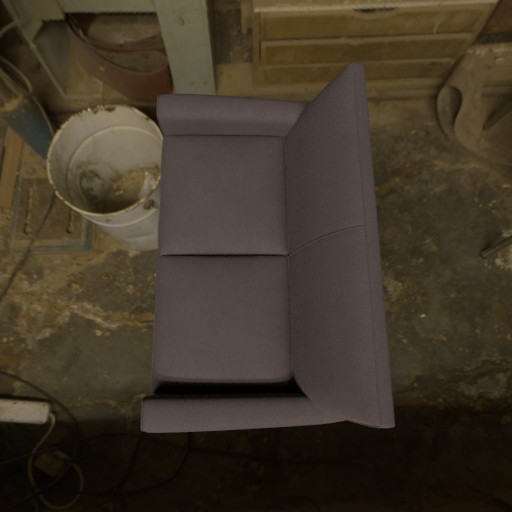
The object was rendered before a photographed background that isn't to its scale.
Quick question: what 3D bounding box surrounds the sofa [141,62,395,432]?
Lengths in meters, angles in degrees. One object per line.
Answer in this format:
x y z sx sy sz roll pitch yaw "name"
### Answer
0.000 0.000 1.966 0.871 0.846 1.420 -1 75 0 "sofa"
